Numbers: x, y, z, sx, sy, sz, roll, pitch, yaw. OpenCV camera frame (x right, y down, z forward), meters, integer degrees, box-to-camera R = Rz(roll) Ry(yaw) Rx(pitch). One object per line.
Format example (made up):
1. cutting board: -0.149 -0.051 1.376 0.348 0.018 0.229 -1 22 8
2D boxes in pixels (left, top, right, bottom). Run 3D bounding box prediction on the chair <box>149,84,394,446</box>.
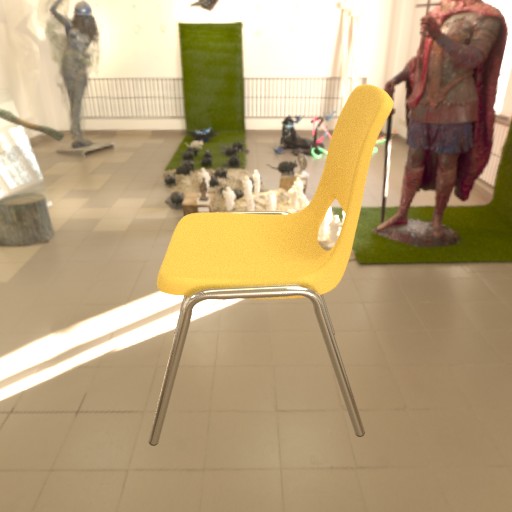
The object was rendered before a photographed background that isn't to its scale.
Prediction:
1. chair: 0.000 0.000 0.908 0.436 0.653 0.381 -1 26 -1
